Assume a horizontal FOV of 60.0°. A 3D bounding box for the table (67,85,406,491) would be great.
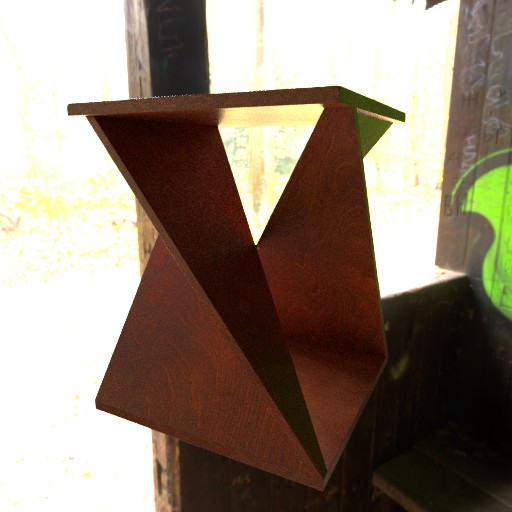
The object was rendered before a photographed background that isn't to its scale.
[{"bbox_3d":[0.000,0.000,0.822,0.427,0.520,0.427,7,15,27],"label":"table"}]
